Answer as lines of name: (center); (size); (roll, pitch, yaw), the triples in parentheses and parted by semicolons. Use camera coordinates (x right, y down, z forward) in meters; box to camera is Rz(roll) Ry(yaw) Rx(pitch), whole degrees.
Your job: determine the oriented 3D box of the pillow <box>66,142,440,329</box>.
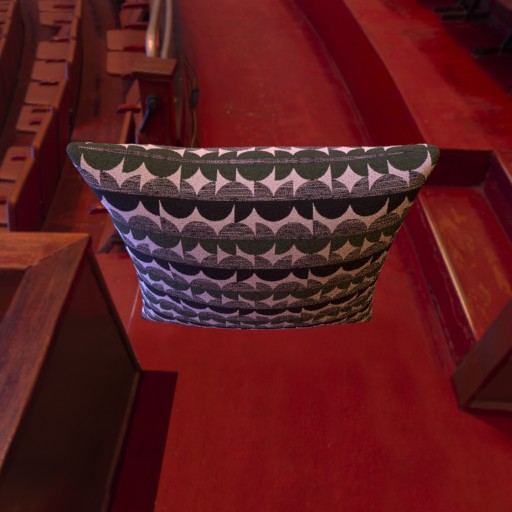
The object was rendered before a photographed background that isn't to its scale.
pillow: (0.000, 0.000, 0.647); (0.419, 0.404, 0.180); (0, 47, 0)
